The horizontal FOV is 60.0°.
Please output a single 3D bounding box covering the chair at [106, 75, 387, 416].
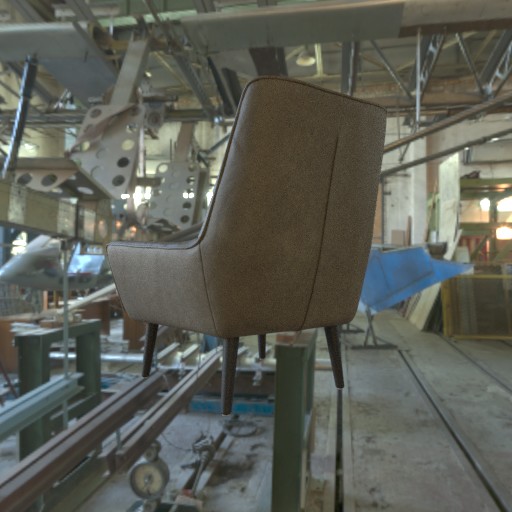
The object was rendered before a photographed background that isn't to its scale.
[{"bbox_3d":[0.000,0.000,1.501,0.787,0.888,0.824,0,-1,-35],"label":"chair"}]
